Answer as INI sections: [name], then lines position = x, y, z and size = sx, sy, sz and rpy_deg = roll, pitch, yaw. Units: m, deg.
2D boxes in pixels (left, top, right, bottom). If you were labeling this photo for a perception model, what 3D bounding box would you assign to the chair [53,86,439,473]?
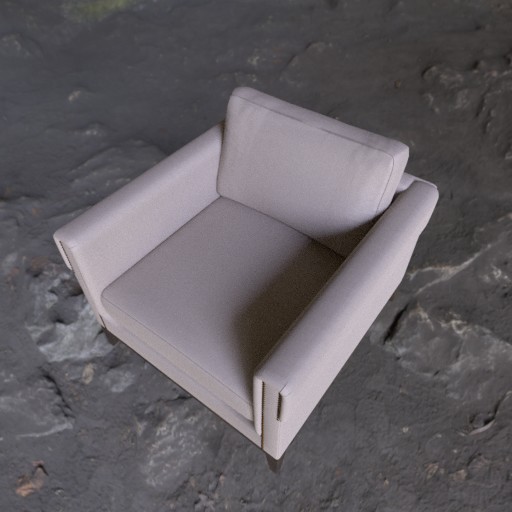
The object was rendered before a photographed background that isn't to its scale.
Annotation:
[chair]
position = 0.000, 0.000, 1.635
size = 0.914, 0.838, 0.959
rpy_deg = 29, 54, 24
